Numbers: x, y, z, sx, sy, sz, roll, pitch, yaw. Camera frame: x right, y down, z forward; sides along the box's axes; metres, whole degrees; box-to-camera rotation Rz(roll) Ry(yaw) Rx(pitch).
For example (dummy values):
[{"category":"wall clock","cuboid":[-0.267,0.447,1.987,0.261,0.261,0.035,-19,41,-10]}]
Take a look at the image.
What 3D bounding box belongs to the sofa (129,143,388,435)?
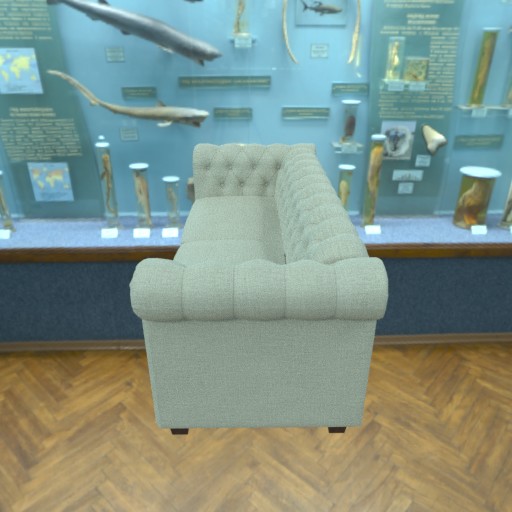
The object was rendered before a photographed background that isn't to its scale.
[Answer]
[{"category":"sofa","cuboid":[0.000,0.000,2.244,0.783,0.797,1.798,0,27,-1]}]
